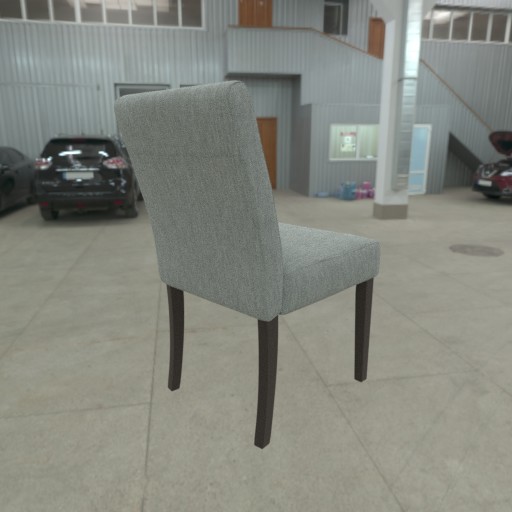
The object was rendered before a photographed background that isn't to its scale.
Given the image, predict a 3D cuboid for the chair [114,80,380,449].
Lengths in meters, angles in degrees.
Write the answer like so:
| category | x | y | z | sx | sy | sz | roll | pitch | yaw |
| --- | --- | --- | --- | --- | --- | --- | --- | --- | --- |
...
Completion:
| category | x | y | z | sx | sy | sz | roll | pitch | yaw |
| --- | --- | --- | --- | --- | --- | --- | --- | --- | --- |
| chair | 0.000 | 0.000 | 1.297 | 0.487 | 0.884 | 0.629 | 14 | 20 | 42 |
